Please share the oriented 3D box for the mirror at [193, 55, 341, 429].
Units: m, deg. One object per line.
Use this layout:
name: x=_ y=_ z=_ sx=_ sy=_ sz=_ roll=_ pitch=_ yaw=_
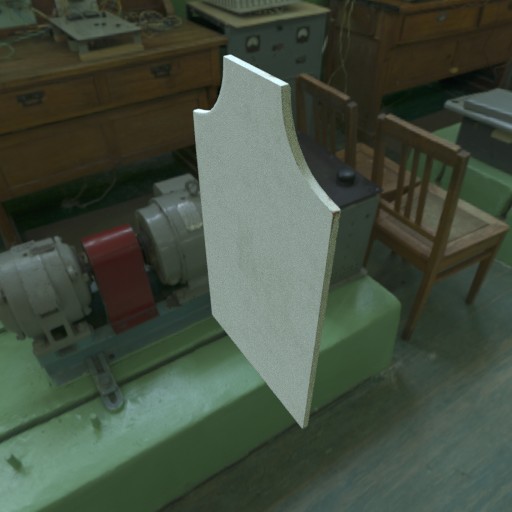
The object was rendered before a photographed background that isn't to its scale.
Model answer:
mirror: x=0.000 y=0.000 z=0.874 sx=0.022 sy=0.717 sz=0.403 roll=-24 pitch=47 yaw=-25
